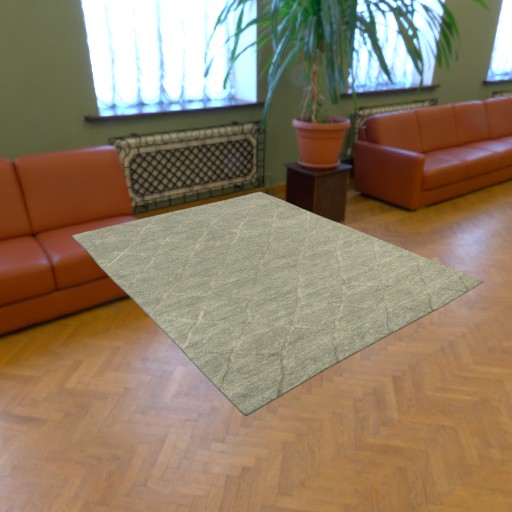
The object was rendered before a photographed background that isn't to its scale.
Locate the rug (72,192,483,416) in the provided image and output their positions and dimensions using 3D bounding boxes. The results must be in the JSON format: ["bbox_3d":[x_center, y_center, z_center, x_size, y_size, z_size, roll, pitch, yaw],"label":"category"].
[{"bbox_3d":[0.000,0.000,4.073,2.438,0.013,3.048,-18,31,-33],"label":"rug"}]
